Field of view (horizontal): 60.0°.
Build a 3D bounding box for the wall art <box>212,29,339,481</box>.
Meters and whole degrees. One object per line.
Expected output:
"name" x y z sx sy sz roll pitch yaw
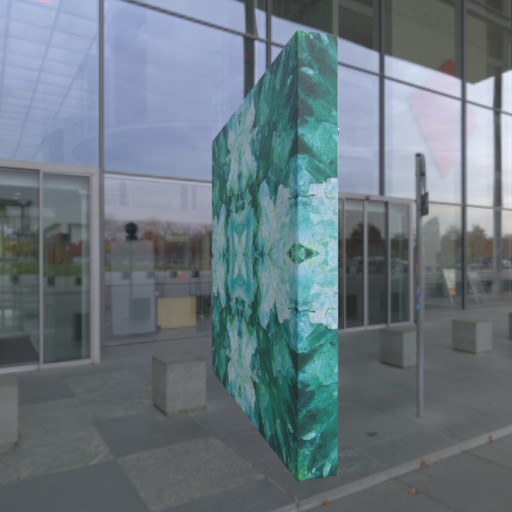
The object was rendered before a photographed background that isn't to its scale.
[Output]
"wall art" 0.000 0.000 0.459 0.033 0.313 0.313 0 0 -17
